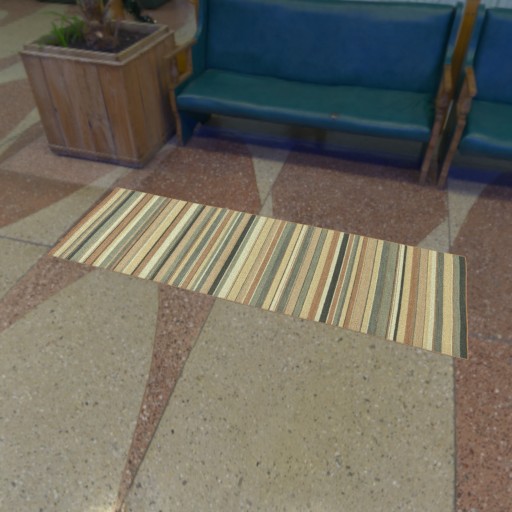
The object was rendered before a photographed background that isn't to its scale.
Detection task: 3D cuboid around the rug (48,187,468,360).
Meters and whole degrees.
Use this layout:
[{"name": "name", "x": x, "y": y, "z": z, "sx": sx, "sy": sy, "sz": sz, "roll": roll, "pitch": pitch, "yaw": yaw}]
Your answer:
[{"name": "rug", "x": 0.000, "y": 0.000, "z": 2.716, "sx": 2.444, "sy": 0.010, "sz": 0.799, "roll": 13, "pitch": 43, "yaw": 14}]
